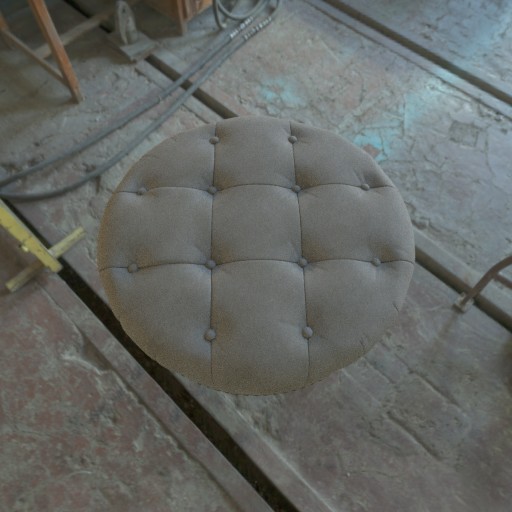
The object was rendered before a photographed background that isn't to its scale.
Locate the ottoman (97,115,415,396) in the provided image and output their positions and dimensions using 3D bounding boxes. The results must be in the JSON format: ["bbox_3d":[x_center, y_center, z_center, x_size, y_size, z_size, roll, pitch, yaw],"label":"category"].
[{"bbox_3d":[0.000,0.000,1.405,0.901,0.439,0.901,0,63,0],"label":"ottoman"}]
